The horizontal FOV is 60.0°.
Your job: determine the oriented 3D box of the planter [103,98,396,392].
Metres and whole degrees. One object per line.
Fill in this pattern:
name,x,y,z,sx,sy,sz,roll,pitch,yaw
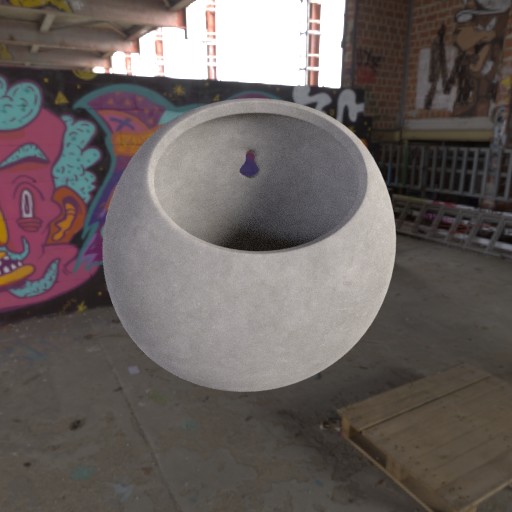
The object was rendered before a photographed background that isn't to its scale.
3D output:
planter,0.000,0.000,0.279,0.185,0.188,0.071,-2,15,-9
